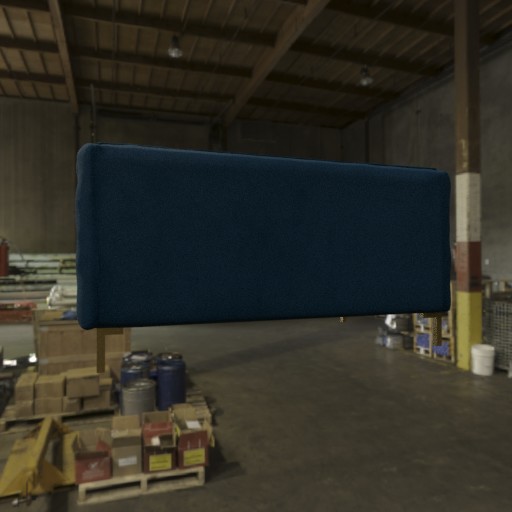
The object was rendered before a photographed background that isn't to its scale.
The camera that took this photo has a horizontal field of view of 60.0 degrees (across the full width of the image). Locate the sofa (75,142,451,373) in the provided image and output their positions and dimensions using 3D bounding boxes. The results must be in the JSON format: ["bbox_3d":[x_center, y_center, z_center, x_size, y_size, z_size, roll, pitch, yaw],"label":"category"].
[{"bbox_3d":[0.000,0.000,2.144,1.583,0.810,0.909,0,0,-19],"label":"sofa"}]
